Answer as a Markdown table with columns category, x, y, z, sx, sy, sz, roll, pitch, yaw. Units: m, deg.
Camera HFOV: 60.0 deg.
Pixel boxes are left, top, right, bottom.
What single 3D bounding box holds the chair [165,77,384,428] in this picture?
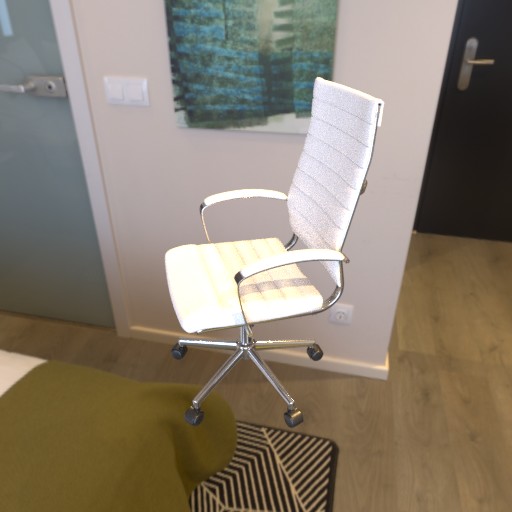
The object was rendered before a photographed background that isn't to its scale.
| category | x | y | z | sx | sy | sz | roll | pitch | yaw |
| --- | --- | --- | --- | --- | --- | --- | --- | --- | --- |
| chair | 0.000 | 0.000 | 1.631 | 0.679 | 1.149 | 0.679 | -9 | 31 | -15 |
